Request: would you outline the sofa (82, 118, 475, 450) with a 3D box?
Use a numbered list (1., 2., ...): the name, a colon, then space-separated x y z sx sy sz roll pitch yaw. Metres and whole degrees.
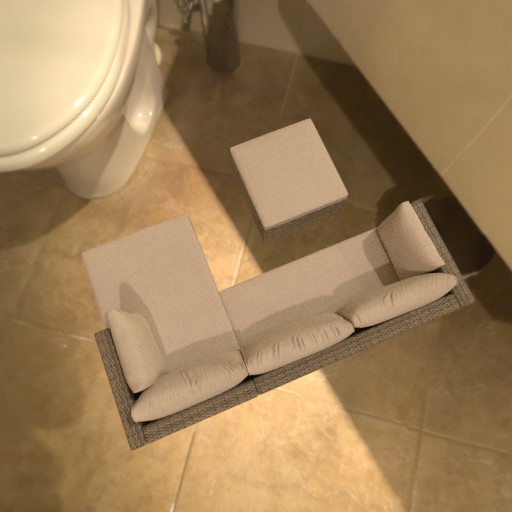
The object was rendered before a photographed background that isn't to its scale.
1. sofa: 0.000 0.000 2.996 2.192 0.766 1.662 -22 76 -6
